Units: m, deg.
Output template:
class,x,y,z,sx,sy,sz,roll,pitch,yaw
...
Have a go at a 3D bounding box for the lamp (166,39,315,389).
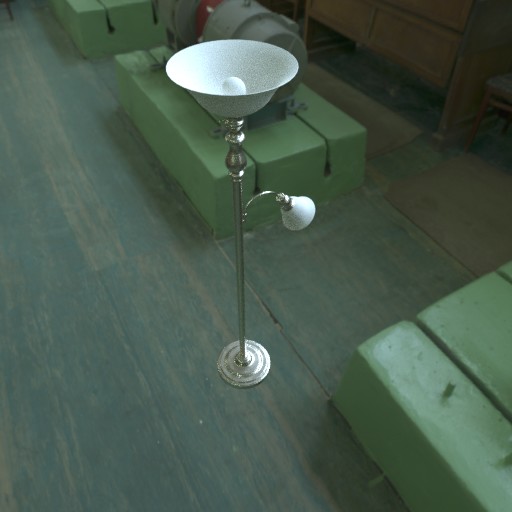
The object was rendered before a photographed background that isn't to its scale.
class,x,y,z,sx,sy,sz,roll,pitch,yaw
lamp,0.000,0.000,2.035,0.575,1.785,0.405,-23,50,-21
